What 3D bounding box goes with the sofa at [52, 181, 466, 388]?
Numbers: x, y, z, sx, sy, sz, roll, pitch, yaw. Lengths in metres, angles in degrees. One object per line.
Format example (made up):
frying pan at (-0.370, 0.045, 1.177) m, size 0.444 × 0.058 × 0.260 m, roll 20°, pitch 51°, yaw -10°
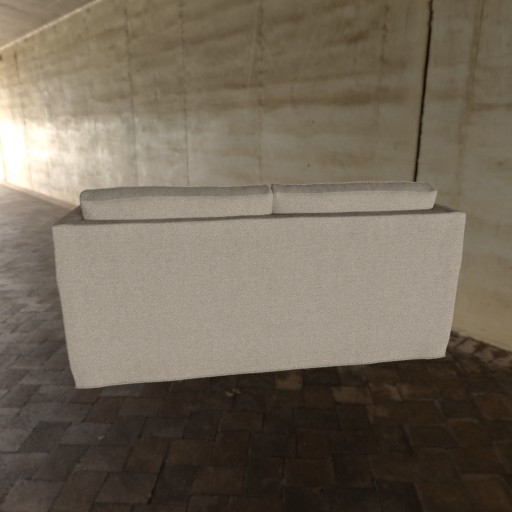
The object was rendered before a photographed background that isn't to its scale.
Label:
sofa at (0.000, 0.000, 2.331) m, size 1.766 × 0.828 × 0.956 m, roll -3°, pitch 16°, yaw -9°
